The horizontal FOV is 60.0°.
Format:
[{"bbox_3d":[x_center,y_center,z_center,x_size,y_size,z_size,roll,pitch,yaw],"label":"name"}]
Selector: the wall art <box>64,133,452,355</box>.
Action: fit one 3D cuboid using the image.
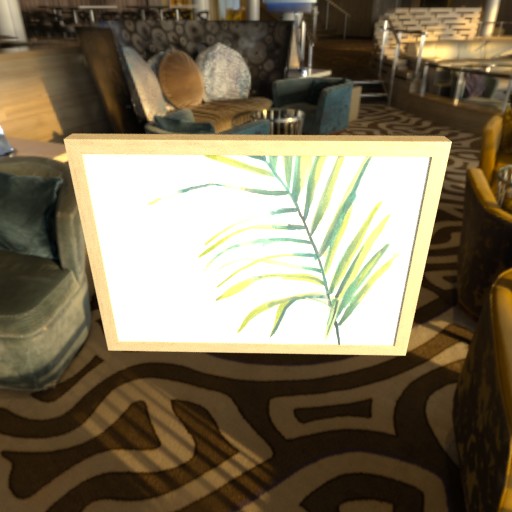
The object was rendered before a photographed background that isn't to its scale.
[{"bbox_3d":[0.000,0.000,0.714,0.532,0.380,0.032,1,29,1],"label":"wall art"}]
